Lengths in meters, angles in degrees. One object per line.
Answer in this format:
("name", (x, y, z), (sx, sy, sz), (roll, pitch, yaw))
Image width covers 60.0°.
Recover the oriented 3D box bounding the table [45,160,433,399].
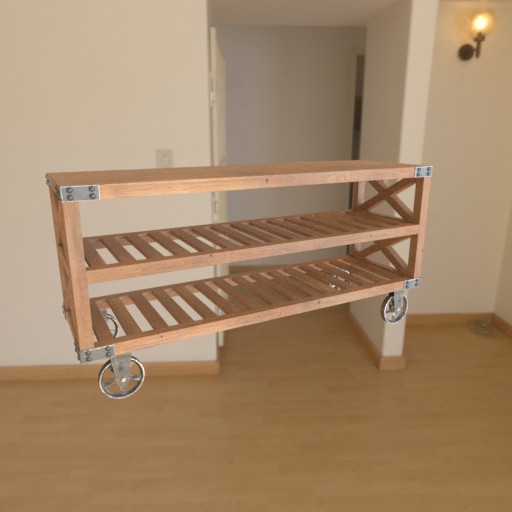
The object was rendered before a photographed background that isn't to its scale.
("table", (0.000, 0.000, 1.844), (1.487, 0.711, 0.467), (-9, 18, -27))
